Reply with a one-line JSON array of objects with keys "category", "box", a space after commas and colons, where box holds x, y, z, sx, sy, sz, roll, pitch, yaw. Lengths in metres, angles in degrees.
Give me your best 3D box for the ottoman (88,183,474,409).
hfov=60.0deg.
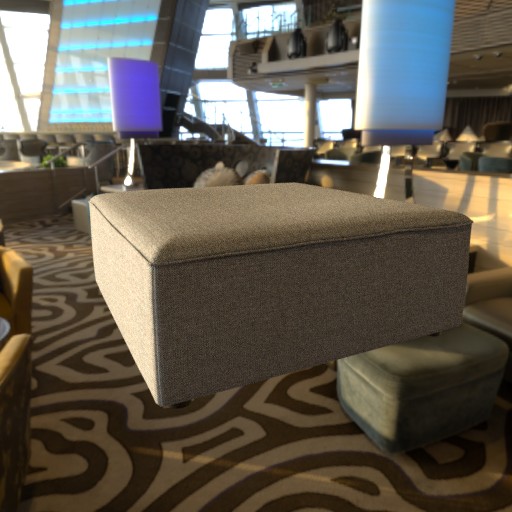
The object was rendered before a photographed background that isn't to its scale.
[{"category": "ottoman", "box": [0.000, 0.000, 1.595, 1.017, 0.423, 1.023, -8, 17, -25]}]
